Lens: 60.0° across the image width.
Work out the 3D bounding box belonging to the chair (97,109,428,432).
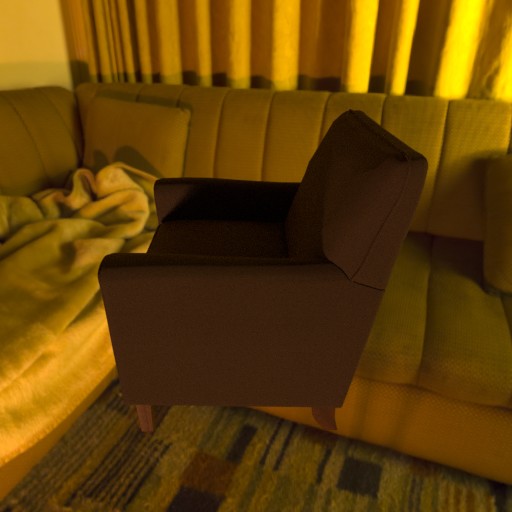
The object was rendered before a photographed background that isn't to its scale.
[{"bbox_3d":[0.000,0.000,1.588,0.831,0.911,0.836,0,27,0],"label":"chair"}]
